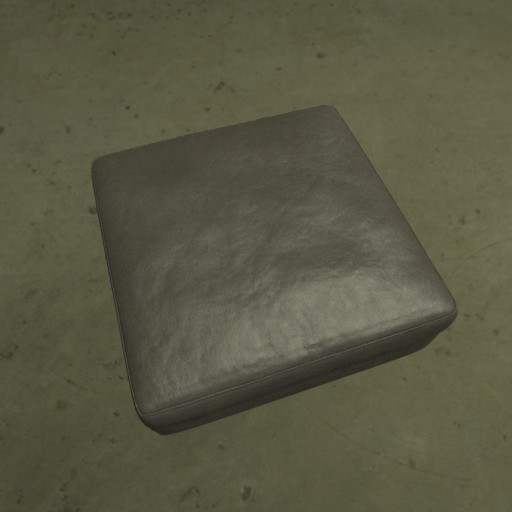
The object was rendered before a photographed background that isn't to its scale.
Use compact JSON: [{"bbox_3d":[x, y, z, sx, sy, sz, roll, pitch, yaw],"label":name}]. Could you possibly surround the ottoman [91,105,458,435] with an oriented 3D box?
[{"bbox_3d":[0.000,0.000,1.359,0.836,0.415,0.844,-16,60,-9],"label":"ottoman"}]
